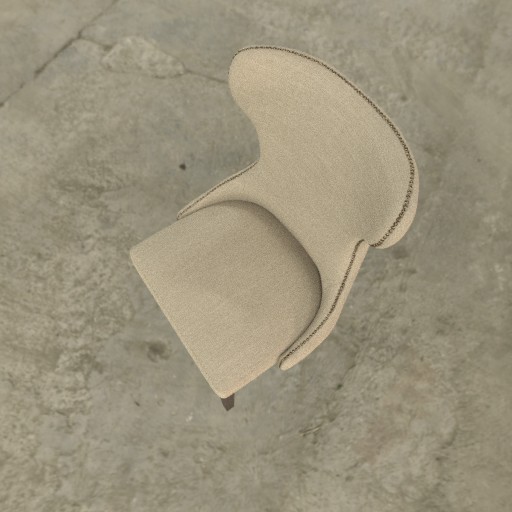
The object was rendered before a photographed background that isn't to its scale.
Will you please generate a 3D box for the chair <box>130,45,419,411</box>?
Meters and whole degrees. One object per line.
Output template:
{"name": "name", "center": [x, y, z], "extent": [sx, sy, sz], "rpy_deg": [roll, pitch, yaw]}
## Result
{"name": "chair", "center": [0.000, 0.000, 1.346], "extent": [0.635, 0.967, 0.628], "rpy_deg": [-32, 67, -15]}
